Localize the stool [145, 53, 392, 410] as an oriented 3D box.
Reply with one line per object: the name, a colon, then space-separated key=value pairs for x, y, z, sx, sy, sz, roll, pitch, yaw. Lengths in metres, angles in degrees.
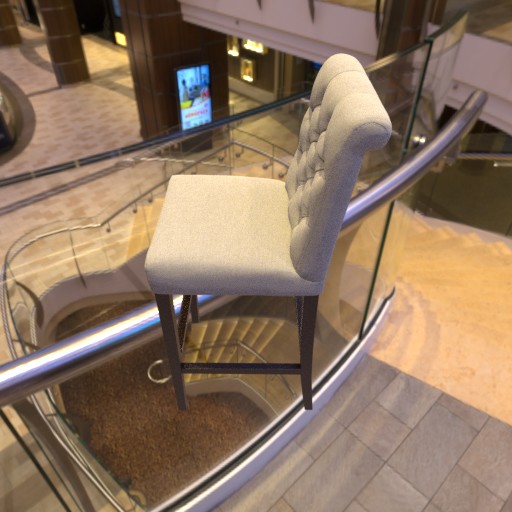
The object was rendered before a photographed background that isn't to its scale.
stool: x=0.000 y=0.000 z=1.455 sx=0.601 sy=1.140 sz=0.493 roll=0 pitch=40 yaw=0
